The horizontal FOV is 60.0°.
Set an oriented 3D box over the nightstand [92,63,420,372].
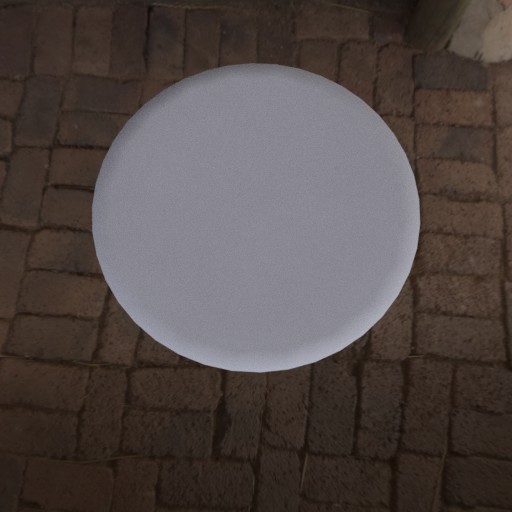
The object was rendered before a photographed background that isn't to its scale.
[{"bbox_3d":[0.000,0.000,1.010,0.513,0.653,0.513,-19,76,-5],"label":"nightstand"}]
